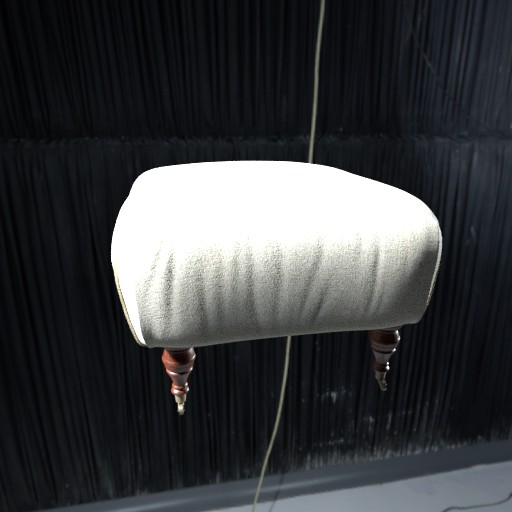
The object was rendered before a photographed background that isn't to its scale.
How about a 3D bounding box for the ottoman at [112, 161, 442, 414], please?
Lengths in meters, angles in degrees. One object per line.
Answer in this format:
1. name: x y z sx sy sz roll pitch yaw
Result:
1. ottoman: 0.000 0.000 1.133 0.622 0.450 0.747 -3 18 -10
